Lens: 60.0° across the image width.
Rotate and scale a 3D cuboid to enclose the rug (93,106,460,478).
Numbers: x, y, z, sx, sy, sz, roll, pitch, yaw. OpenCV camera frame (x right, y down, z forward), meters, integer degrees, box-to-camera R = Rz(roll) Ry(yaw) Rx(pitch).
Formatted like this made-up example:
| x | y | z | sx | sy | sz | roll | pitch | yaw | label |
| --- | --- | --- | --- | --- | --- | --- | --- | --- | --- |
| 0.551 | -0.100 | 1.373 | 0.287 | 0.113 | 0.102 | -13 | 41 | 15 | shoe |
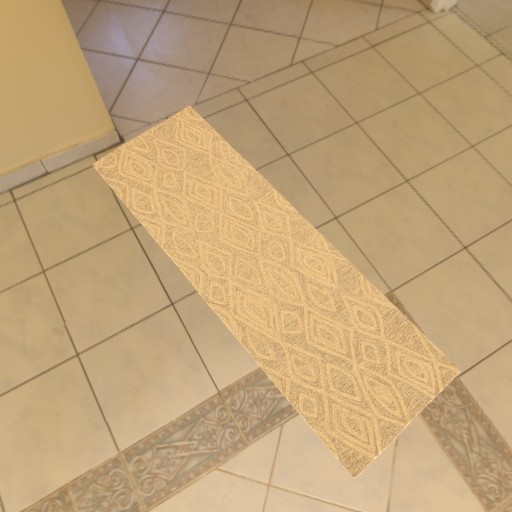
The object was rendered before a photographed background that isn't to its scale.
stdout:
| x | y | z | sx | sy | sz | roll | pitch | yaw | label |
| --- | --- | --- | --- | --- | --- | --- | --- | --- | --- |
| 0.000 | 0.000 | 2.639 | 0.807 | 0.013 | 2.436 | -37 | 70 | -16 | rug |
